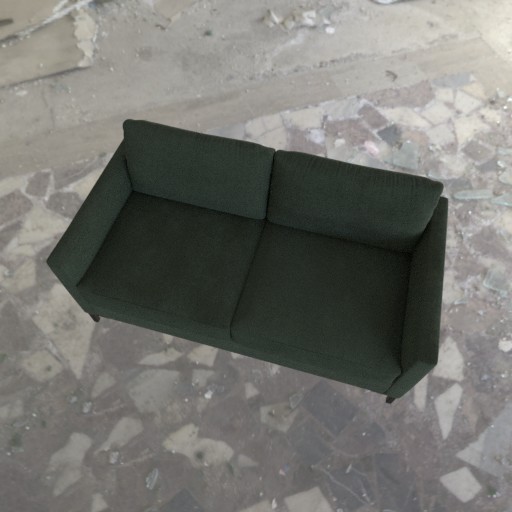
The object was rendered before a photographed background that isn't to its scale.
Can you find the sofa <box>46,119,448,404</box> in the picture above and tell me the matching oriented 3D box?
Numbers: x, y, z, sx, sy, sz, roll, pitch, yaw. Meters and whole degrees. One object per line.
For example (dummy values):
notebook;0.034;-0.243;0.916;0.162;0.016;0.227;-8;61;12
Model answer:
sofa;0.000;0.000;2.162;1.676;0.817;0.875;14;59;8
